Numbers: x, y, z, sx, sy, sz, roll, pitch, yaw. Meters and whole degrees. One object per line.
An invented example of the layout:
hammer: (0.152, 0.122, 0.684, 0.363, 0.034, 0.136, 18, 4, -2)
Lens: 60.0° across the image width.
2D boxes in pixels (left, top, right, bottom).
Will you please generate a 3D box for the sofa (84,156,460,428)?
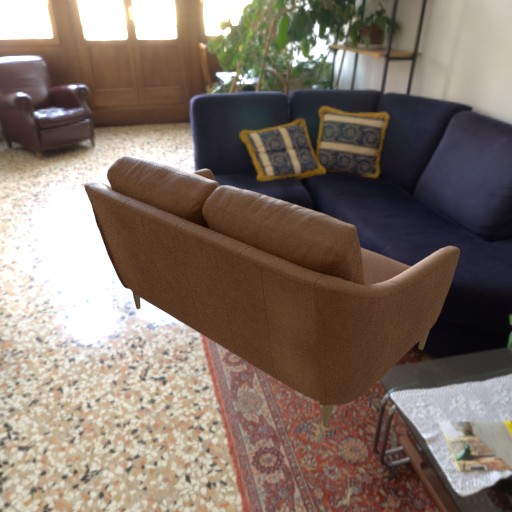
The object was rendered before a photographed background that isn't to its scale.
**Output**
sofa: (0.000, 0.000, 2.178, 1.619, 0.902, 0.960, 23, 37, 34)
